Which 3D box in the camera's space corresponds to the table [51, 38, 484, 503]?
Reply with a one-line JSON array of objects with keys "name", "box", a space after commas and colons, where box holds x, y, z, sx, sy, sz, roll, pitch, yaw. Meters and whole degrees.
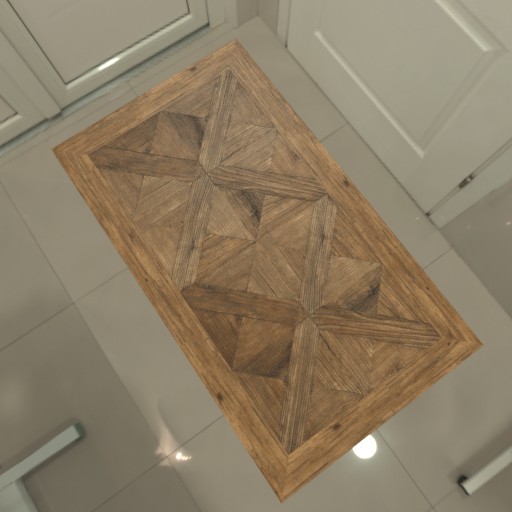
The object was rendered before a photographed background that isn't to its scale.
[{"name": "table", "box": [0.000, 0.000, 1.697, 0.800, 0.410, 1.400, -34, 79, -8]}]
